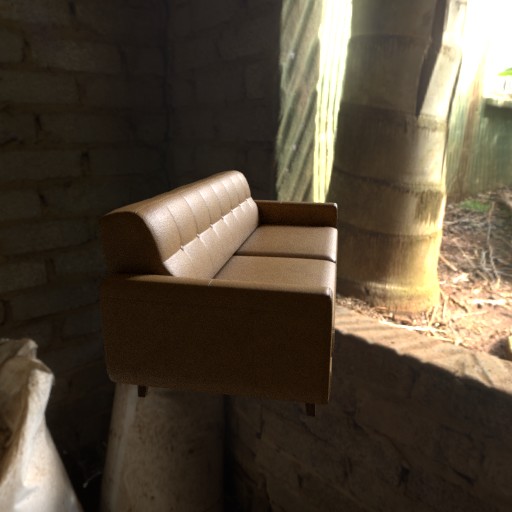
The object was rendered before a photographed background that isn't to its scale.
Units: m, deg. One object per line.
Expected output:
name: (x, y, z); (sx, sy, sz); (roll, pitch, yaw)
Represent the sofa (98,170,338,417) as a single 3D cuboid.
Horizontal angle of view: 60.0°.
sofa: (0.000, 0.000, 2.719); (0.980, 0.892, 2.137); (3, 16, 10)
